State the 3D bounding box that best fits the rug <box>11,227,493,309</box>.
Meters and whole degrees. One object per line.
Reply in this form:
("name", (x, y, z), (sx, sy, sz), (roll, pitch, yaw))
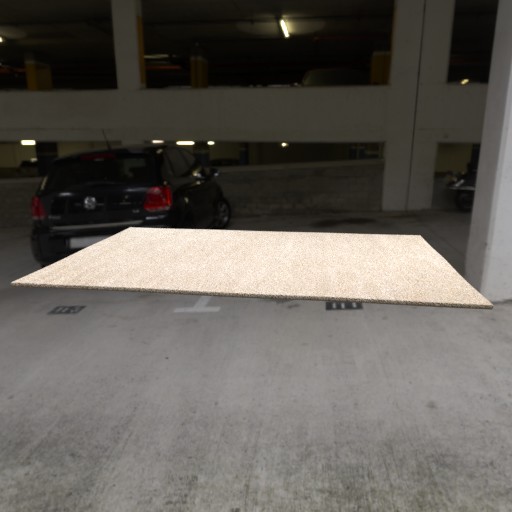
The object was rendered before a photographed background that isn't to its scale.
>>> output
("rug", (0.000, 0.000, 2.851), (2.346, 0.025, 1.500), (2, 15, 8))
